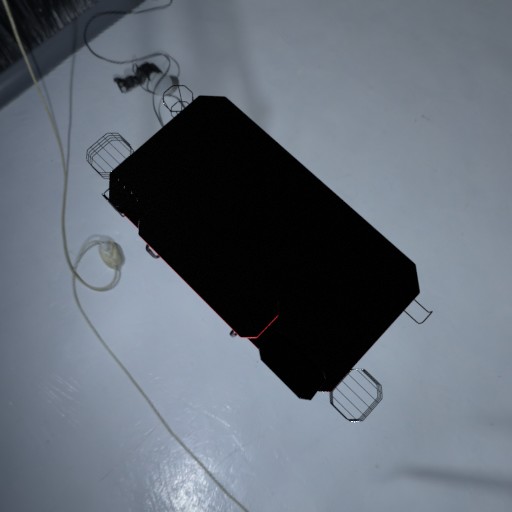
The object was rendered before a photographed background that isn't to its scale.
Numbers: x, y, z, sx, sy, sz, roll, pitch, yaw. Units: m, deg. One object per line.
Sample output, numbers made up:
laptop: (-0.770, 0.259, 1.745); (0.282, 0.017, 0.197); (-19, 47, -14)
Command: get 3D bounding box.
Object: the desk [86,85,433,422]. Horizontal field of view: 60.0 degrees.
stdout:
desk: (0.000, 0.000, 1.757); (1.280, 0.913, 0.588); (44, 80, 10)
